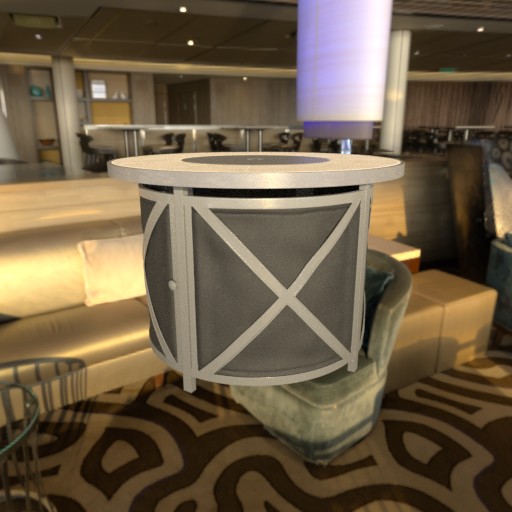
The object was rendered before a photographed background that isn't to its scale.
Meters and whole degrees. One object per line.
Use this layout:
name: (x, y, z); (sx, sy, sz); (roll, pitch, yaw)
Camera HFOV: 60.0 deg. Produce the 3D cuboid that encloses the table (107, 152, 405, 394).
table: (0.000, 0.000, 1.519); (0.914, 0.650, 0.914); (0, 16, 0)
